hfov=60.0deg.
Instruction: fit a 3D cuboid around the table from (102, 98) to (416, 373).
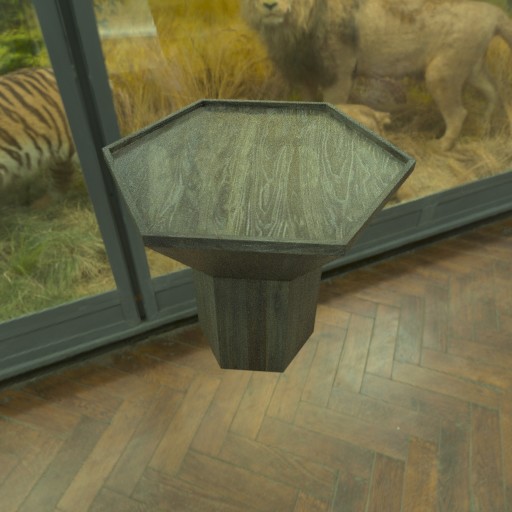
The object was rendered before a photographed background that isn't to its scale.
[{"bbox_3d":[0.000,0.000,1.153,0.592,0.586,0.683,24,47,25],"label":"table"}]
